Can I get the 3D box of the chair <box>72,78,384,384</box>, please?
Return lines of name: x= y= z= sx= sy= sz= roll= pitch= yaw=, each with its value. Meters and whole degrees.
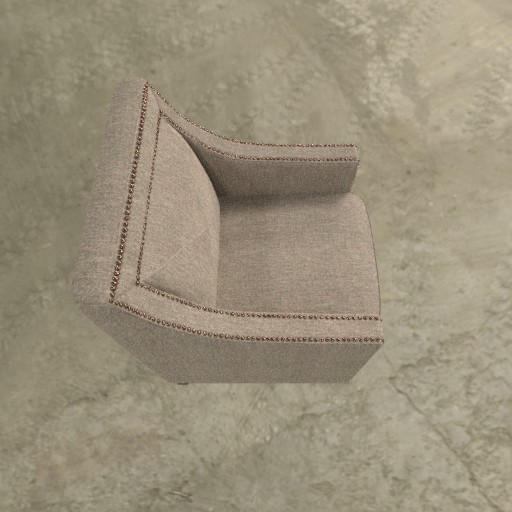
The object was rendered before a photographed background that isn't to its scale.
chair: x=0.000 y=0.000 z=1.626 sx=0.884 sy=0.967 sz=0.776 roll=0 pitch=62 yaw=0
